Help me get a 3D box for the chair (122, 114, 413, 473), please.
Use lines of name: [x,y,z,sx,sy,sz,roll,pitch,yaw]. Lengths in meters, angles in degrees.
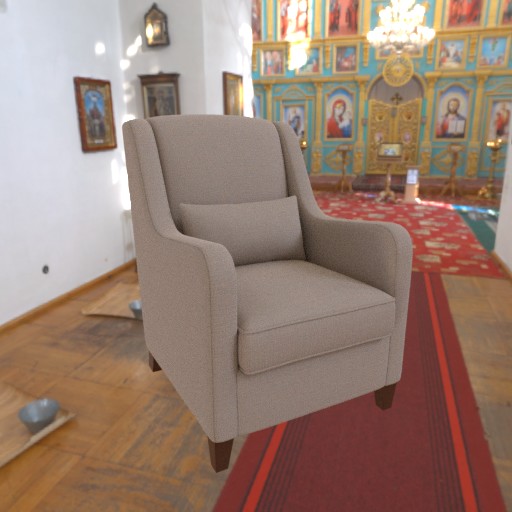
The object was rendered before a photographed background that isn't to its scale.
chair: [0.000,0.000,1.618,0.715,1.017,0.896,-8,17,-27]
